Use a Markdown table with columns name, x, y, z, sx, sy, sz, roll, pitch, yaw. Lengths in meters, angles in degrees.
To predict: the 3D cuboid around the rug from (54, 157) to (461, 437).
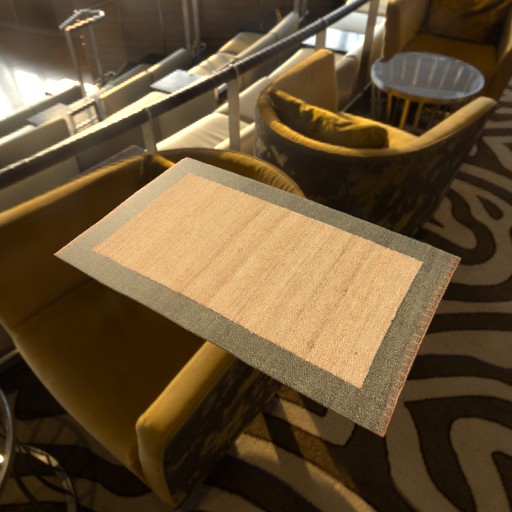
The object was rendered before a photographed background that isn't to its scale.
| name | x | y | z | sx | sy | sz | roll | pitch | yaw |
| --- | --- | --- | --- | --- | --- | --- | --- | --- | --- |
| rug | 0.000 | 0.000 | 3.097 | 2.435 | 0.006 | 1.521 | 24 | 50 | 22 |
